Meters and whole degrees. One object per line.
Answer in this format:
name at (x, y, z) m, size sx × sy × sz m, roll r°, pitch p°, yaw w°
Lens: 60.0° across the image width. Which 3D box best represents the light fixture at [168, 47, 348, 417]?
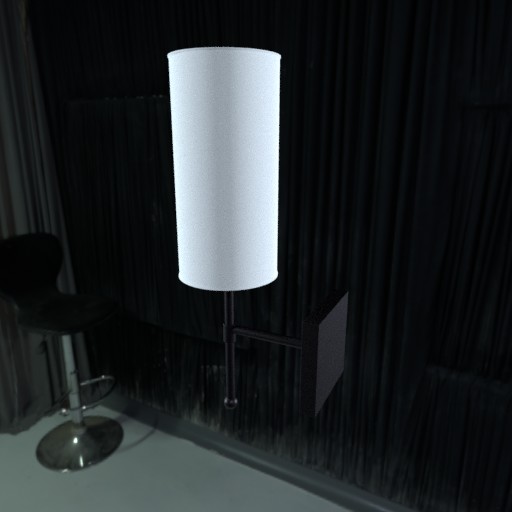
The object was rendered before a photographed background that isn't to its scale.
light fixture at (0.000, 0.000, 0.552) m, size 0.208 × 0.462 × 0.128 m, roll 8°, pitch 18°, yaw 26°
